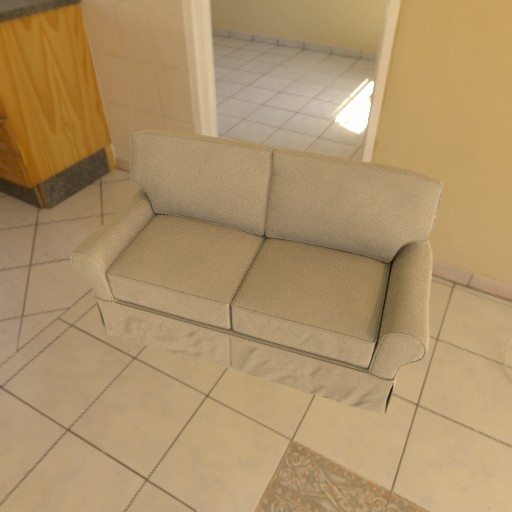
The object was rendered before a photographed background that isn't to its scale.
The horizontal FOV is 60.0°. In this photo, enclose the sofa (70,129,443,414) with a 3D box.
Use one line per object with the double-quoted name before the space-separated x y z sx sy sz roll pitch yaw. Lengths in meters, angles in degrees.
"sofa" 0.000 0.000 2.402 1.823 1.024 0.841 13 43 14
